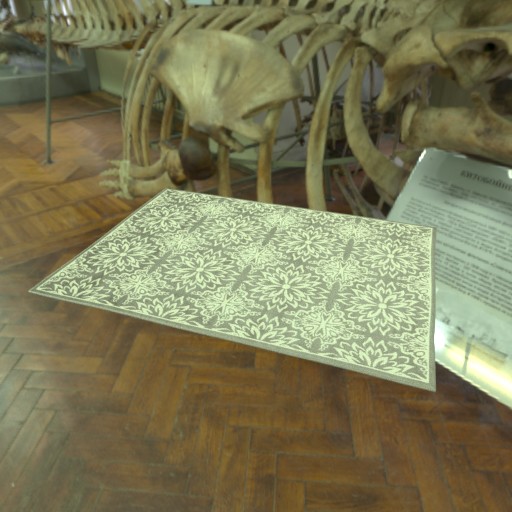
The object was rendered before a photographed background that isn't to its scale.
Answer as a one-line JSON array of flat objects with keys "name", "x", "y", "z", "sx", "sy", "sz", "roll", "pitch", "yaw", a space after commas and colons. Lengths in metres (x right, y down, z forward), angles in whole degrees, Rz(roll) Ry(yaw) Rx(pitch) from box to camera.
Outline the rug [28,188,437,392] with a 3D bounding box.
[{"name": "rug", "x": 0.000, "y": 0.000, "z": 2.878, "sx": 2.213, "sy": 0.014, "sz": 1.608, "roll": 10, "pitch": 33, "yaw": 16}]
